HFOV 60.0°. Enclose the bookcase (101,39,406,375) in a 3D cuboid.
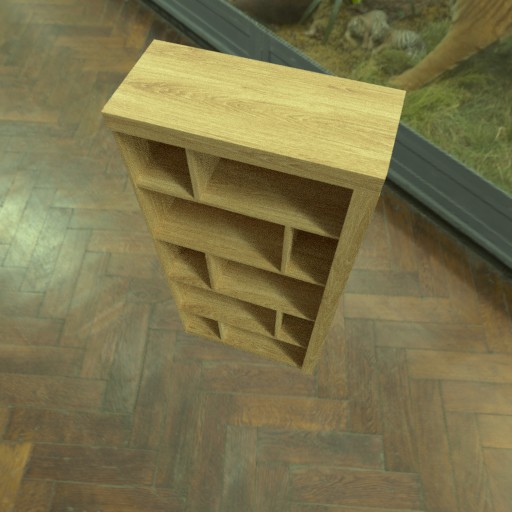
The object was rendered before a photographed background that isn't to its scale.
[{"bbox_3d":[0.000,0.000,2.362,0.950,2.020,0.420,16,60,9],"label":"bookcase"}]
